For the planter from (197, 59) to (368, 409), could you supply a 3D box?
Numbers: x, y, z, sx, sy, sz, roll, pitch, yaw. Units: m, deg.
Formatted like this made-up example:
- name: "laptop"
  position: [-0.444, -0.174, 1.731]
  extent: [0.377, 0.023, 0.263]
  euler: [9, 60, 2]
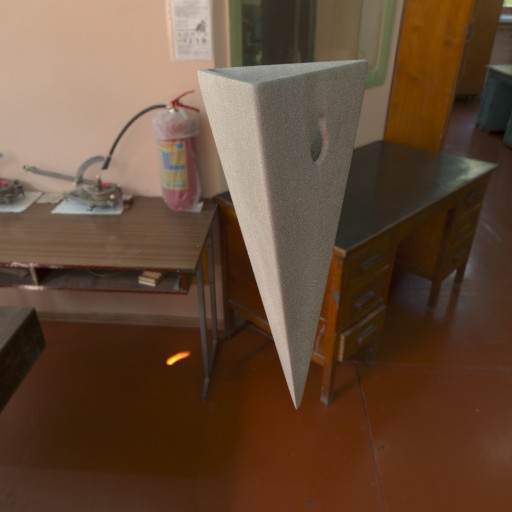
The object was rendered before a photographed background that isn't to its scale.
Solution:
- name: "planter"
  position: [0.000, 0.000, 0.279]
  extent: [0.081, 0.224, 0.101]
  euler: [21, 36, 32]
